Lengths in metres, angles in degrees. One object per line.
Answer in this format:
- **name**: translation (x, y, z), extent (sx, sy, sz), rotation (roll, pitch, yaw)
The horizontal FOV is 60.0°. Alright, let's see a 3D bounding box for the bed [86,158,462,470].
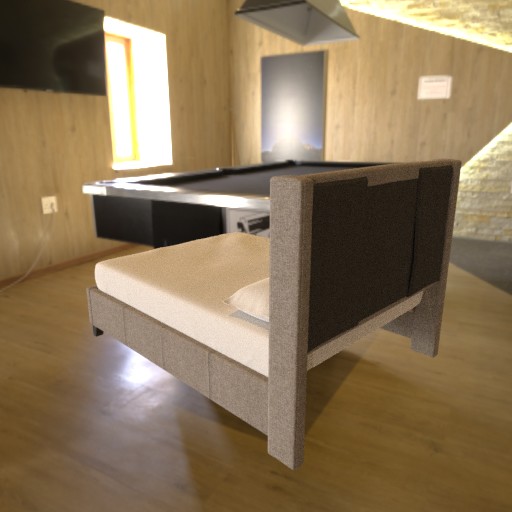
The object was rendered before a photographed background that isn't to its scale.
- **bed**: translation (0.000, 0.000, 3.372), extent (2.245, 1.476, 1.714), rotation (15, 22, 43)
